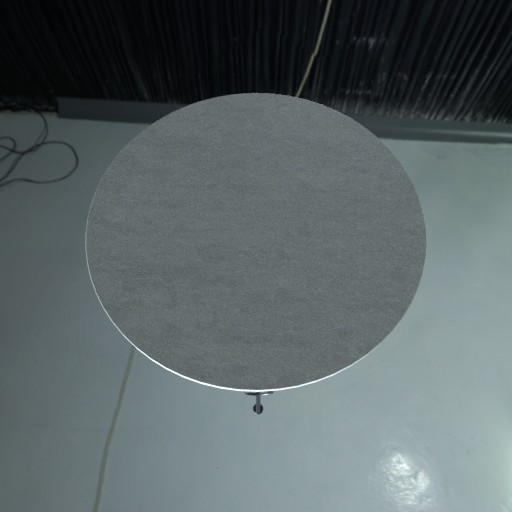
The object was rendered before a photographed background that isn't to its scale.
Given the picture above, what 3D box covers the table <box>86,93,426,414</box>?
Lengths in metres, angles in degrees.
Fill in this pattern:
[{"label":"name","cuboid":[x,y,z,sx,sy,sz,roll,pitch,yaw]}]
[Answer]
[{"label":"table","cuboid":[0.000,0.000,1.383,0.889,0.470,0.889,0,64,0]}]
